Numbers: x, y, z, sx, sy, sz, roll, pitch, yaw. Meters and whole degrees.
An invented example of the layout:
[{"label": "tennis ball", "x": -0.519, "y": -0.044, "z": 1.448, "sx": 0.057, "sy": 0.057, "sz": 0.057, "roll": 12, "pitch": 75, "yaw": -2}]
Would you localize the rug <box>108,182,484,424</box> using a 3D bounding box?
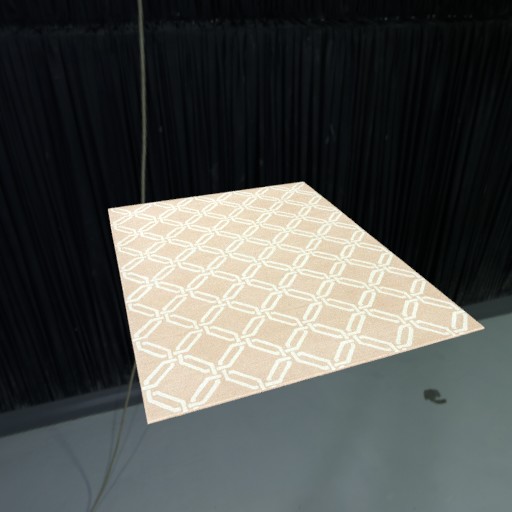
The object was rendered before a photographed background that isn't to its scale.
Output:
[{"label": "rug", "x": 0.000, "y": 0.000, "z": 3.868, "sx": 2.288, "sy": 0.018, "sz": 2.895, "roll": -11, "pitch": 32, "yaw": -17}]
